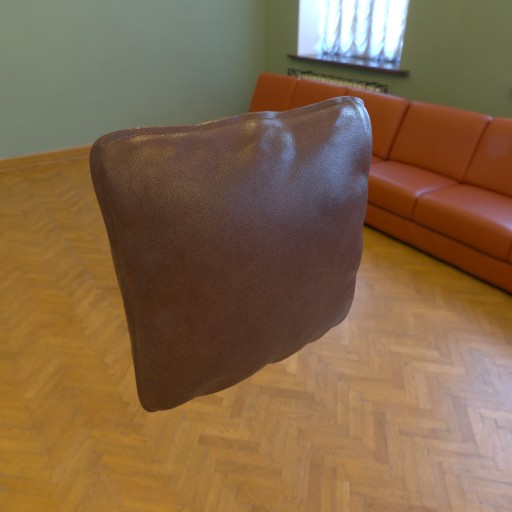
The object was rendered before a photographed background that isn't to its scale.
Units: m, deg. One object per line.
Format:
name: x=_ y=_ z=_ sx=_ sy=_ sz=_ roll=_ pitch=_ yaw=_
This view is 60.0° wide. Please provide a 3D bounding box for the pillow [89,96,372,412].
pillow: x=0.000 y=0.000 z=0.822 sx=0.532 sy=0.523 sz=0.236 roll=-20 pitch=35 yaw=-31
